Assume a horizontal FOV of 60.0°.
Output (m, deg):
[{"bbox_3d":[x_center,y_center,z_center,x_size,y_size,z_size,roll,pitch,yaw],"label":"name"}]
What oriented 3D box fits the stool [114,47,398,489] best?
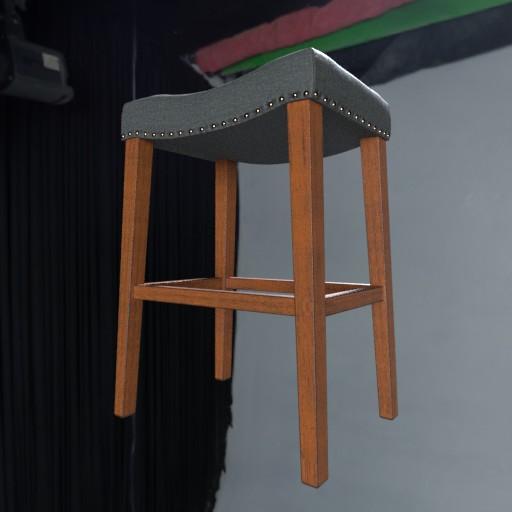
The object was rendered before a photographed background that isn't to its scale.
[{"bbox_3d":[0.000,0.000,0.841,0.439,0.612,0.320,1,1,36],"label":"stool"}]
